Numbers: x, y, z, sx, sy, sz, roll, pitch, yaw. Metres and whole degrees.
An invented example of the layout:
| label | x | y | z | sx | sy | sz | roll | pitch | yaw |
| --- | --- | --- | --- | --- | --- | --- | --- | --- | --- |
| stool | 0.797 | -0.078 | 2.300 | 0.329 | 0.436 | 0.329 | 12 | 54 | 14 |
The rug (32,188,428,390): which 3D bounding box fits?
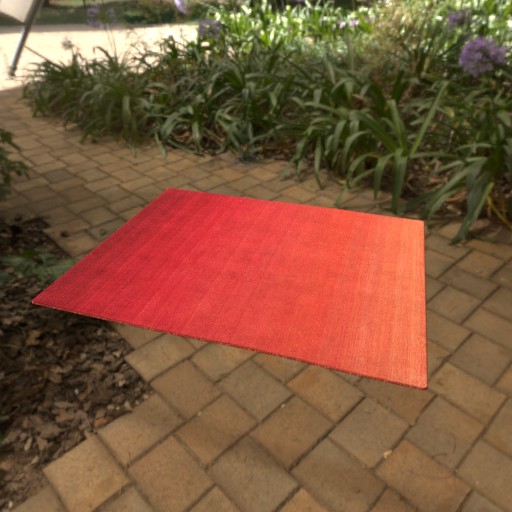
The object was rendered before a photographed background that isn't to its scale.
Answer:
| label | x | y | z | sx | sy | sz | roll | pitch | yaw |
| --- | --- | --- | --- | --- | --- | --- | --- | --- | --- |
| rug | 0.000 | 0.000 | 3.990 | 2.905 | 0.028 | 2.340 | 9 | 33 | 15 |
